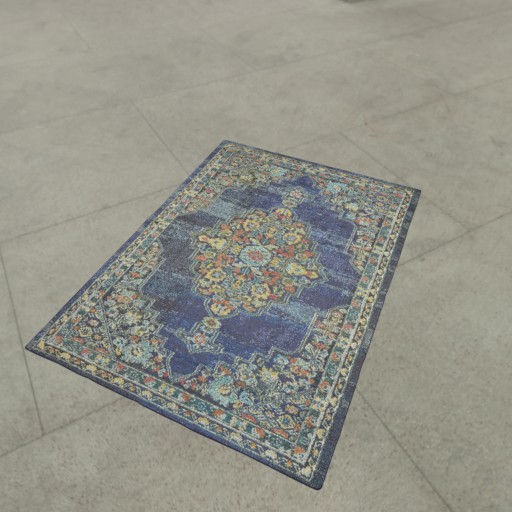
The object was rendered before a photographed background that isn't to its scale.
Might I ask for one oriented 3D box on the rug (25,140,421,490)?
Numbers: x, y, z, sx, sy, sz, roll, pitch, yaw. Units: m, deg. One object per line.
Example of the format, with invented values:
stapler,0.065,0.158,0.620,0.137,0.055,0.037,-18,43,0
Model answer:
rug,0.000,0.000,2.763,1.630,0.009,2.232,19,49,17
